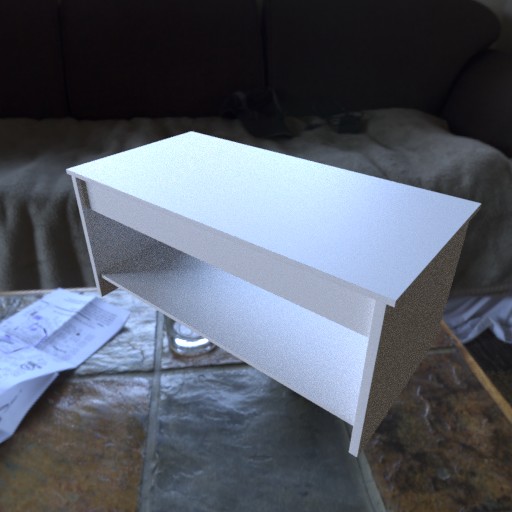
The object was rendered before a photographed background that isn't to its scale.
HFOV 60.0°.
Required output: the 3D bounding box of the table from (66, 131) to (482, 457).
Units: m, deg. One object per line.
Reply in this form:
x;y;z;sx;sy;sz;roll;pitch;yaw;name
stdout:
0.000;0.000;1.287;1.000;0.441;0.500;23;38;32;table
